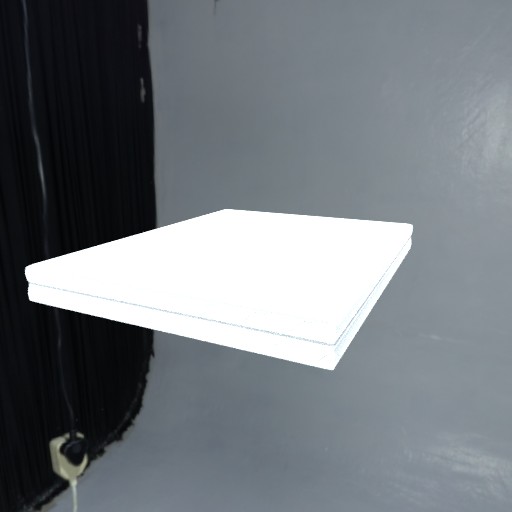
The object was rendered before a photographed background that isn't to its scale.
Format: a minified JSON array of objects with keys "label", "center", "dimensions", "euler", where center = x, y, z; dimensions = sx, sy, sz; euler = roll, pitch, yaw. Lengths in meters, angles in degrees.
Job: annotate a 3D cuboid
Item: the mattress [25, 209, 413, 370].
[{"label":"mattress","center":[0.000,0.000,2.758],"dimensions":[1.600,0.200,2.000],"euler":[7,17,25]}]
